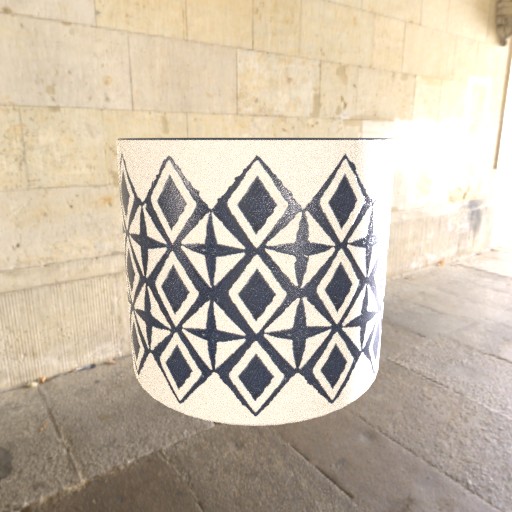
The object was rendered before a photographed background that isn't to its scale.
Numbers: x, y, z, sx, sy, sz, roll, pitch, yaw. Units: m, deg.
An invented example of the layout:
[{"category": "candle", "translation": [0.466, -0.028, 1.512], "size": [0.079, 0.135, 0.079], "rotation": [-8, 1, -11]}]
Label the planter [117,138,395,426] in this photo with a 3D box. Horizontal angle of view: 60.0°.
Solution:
[{"category": "planter", "translation": [0.000, 0.000, 0.280], "size": [0.159, 0.144, 0.159], "rotation": [0, 15, 0]}]
